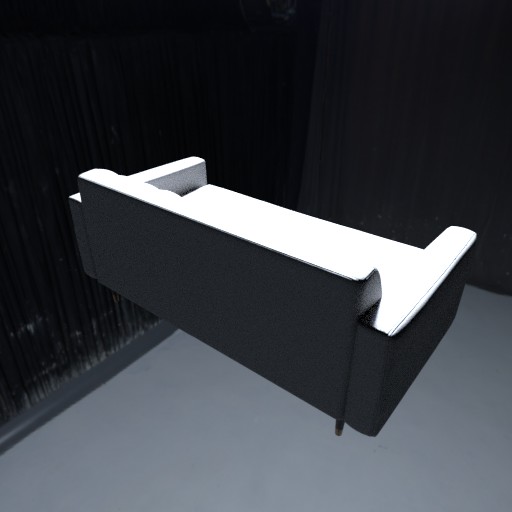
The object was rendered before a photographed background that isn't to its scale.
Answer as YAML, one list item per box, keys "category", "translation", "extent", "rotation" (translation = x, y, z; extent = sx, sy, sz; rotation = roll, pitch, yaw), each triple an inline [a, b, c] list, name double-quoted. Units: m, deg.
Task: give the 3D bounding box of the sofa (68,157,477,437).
- category: "sofa"
  translation: [0.000, 0.000, 2.332]
  extent: [1.895, 0.814, 0.969]
  rotation: [22, 36, 33]
